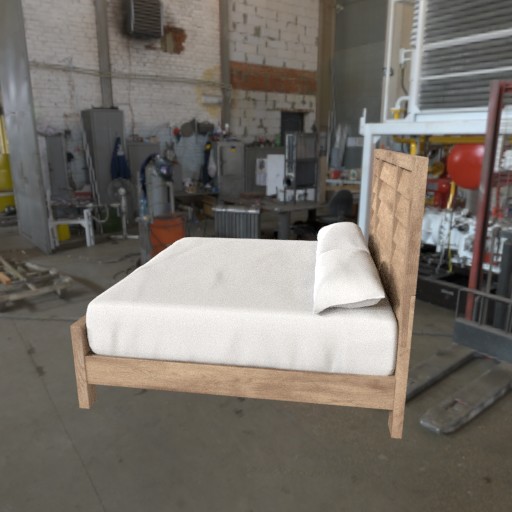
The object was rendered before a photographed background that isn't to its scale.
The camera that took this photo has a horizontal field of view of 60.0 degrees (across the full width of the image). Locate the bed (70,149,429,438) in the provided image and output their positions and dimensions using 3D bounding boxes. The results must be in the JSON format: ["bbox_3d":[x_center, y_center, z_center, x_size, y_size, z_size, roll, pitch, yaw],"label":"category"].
[{"bbox_3d":[0.000,0.000,3.536,2.062,1.626,2.032,2,15,8],"label":"bed"}]
